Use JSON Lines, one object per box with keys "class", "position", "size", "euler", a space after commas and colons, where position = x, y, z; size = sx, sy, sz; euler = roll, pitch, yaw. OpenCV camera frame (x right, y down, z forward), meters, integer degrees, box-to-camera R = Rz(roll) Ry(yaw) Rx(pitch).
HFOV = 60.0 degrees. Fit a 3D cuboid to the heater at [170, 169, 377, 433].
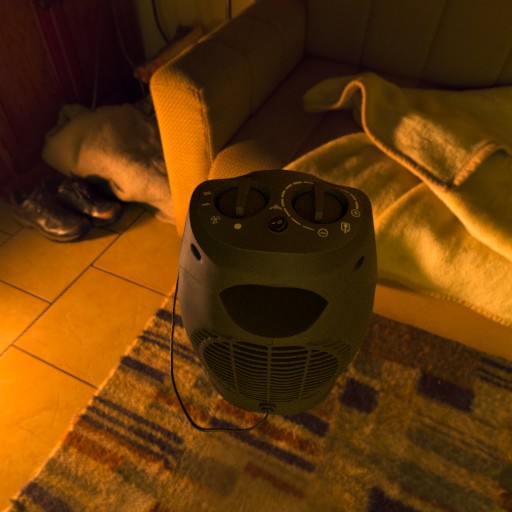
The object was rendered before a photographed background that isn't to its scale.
{"class": "heater", "position": [0.000, 0.000, 0.480], "size": [0.239, 0.255, 0.291], "euler": [4, 47, 4]}
